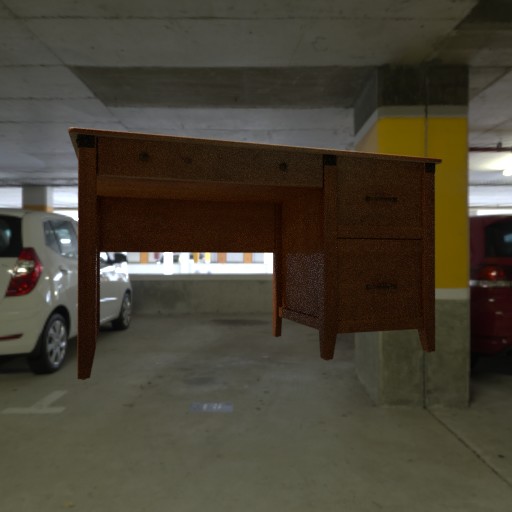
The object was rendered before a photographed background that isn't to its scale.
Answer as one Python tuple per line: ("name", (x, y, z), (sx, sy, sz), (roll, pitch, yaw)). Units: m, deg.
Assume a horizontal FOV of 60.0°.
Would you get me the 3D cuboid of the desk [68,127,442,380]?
("desk", (0.000, 0.000, 1.785), (1.353, 0.756, 0.574), (0, 0, -18))
